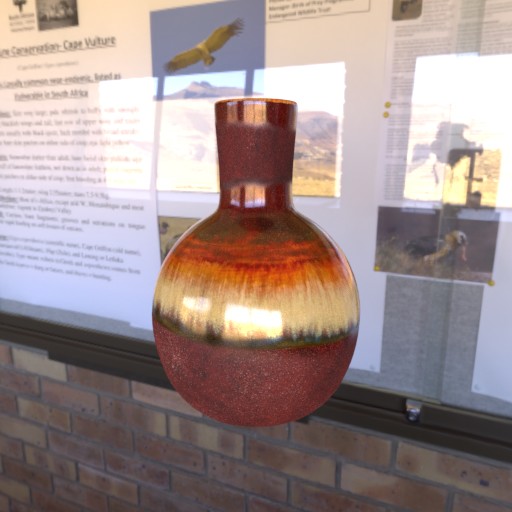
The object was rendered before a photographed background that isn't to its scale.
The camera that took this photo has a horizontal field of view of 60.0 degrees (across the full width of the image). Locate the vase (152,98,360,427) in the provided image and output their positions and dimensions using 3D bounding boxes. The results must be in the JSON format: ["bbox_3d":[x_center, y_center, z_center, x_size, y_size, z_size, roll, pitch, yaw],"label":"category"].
[{"bbox_3d":[0.000,0.000,0.235,0.111,0.154,0.111,0,13,0],"label":"vase"}]
